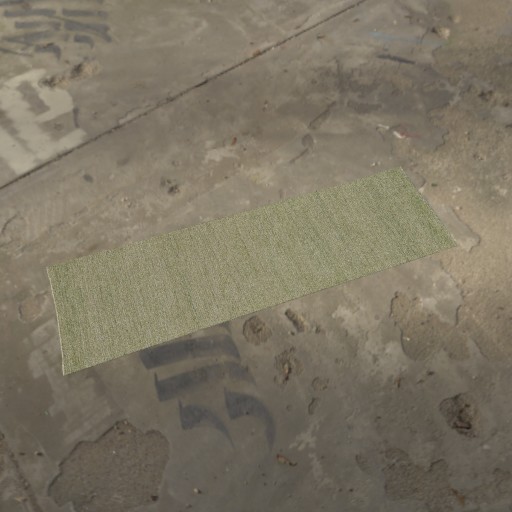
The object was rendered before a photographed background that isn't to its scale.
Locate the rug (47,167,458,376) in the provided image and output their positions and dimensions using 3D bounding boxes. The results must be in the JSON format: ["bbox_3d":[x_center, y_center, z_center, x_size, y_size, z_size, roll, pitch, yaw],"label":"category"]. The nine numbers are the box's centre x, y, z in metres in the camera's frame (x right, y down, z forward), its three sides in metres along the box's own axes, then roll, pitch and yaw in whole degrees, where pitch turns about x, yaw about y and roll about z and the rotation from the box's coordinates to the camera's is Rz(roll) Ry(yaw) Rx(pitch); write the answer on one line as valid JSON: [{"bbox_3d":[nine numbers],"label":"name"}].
[{"bbox_3d":[0.000,0.000,2.616,2.340,0.013,0.686,-17,59,-11],"label":"rug"}]
